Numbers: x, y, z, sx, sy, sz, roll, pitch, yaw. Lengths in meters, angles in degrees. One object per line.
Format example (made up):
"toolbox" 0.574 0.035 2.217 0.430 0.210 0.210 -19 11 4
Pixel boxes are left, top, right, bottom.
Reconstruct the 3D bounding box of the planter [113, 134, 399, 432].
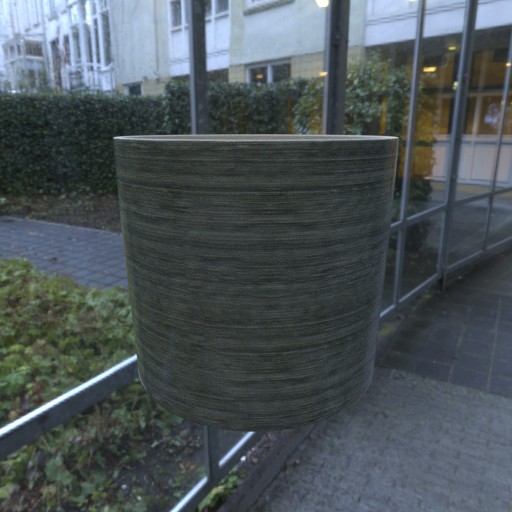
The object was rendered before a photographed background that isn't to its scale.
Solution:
"planter" 0.000 0.000 0.387 0.221 0.201 0.221 0 16 0
